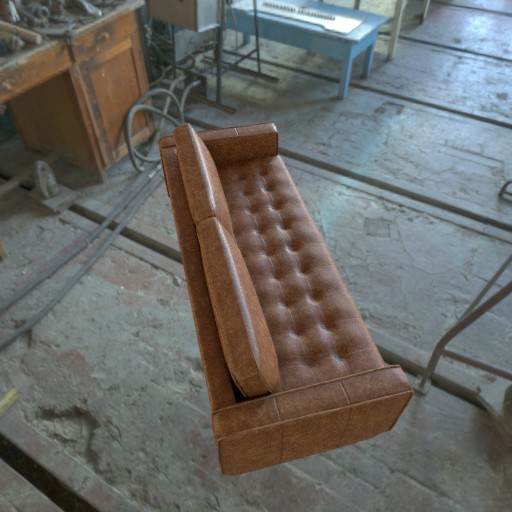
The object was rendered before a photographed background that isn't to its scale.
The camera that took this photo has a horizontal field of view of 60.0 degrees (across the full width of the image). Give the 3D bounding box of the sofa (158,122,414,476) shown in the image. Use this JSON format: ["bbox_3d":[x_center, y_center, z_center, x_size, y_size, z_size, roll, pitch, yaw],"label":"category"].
[{"bbox_3d":[0.000,0.000,2.636,0.886,0.779,2.199,-11,49,-10],"label":"sofa"}]
